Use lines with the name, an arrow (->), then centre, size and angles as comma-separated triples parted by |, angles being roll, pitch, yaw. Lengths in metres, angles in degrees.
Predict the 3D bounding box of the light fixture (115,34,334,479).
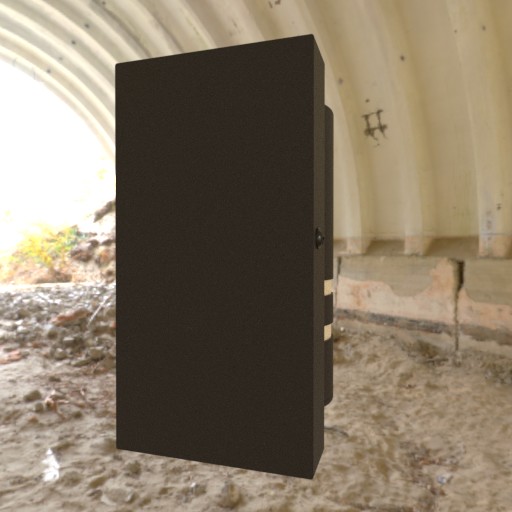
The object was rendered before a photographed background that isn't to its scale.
light fixture -> 0.000, 0.000, 0.257 | 0.098, 0.179, 0.138 | 0, 1, 18
